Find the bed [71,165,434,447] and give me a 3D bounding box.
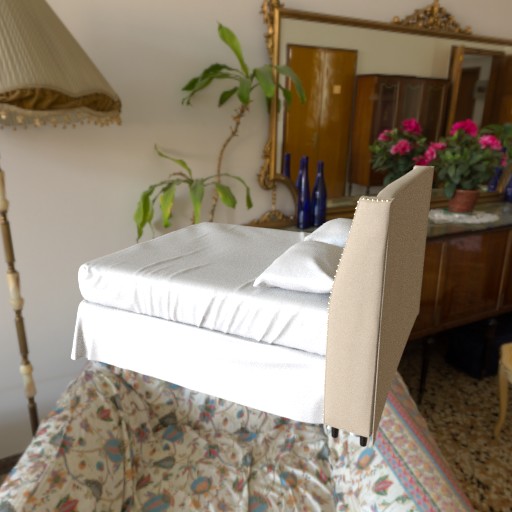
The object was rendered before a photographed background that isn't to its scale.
[{"bbox_3d":[0.000,0.000,3.390,2.276,1.332,1.925,8,18,25],"label":"bed"}]
